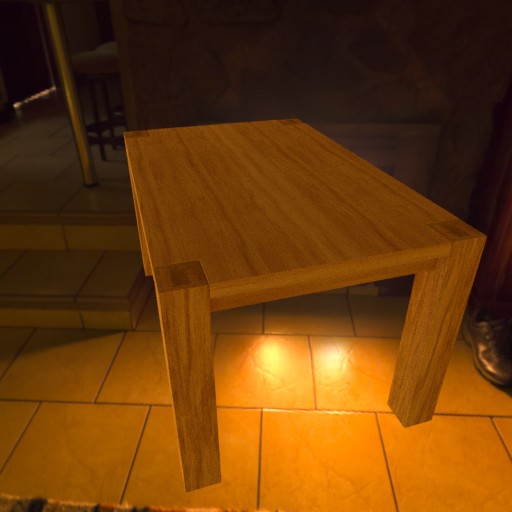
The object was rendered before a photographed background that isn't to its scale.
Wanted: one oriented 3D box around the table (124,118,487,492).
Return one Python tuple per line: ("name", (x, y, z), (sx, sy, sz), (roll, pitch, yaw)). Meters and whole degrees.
("table", (0.000, 0.000, 1.872), (0.900, 0.760, 1.400), (-9, 32, -15))
